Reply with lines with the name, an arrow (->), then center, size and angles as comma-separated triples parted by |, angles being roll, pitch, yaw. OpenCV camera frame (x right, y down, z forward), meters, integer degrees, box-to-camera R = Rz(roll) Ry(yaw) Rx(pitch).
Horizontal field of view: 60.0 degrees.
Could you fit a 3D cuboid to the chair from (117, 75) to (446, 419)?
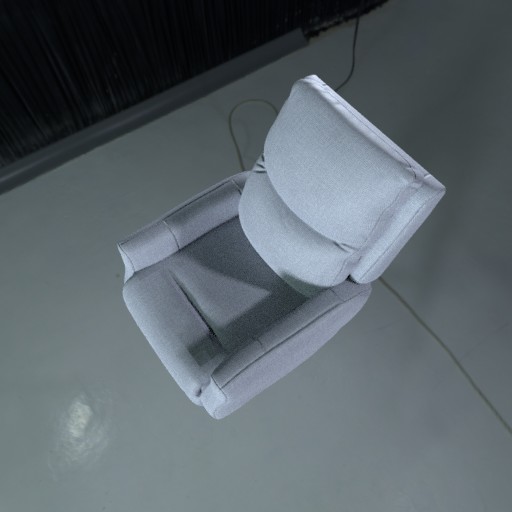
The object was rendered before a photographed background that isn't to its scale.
chair -> 0.000, 0.000, 1.817 | 1.080, 1.030, 0.829 | -34, 68, -16
